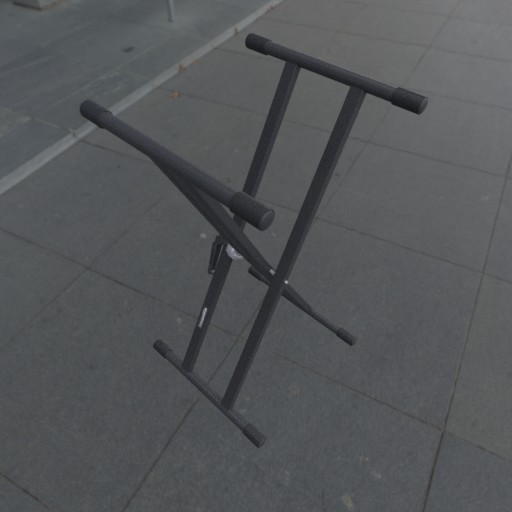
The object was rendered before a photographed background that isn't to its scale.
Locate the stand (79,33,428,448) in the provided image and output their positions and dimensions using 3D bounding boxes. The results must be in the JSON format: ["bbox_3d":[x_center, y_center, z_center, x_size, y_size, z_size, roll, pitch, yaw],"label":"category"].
[{"bbox_3d":[0.000,0.000,1.197,0.495,0.900,0.503,34,56,28],"label":"stand"}]
